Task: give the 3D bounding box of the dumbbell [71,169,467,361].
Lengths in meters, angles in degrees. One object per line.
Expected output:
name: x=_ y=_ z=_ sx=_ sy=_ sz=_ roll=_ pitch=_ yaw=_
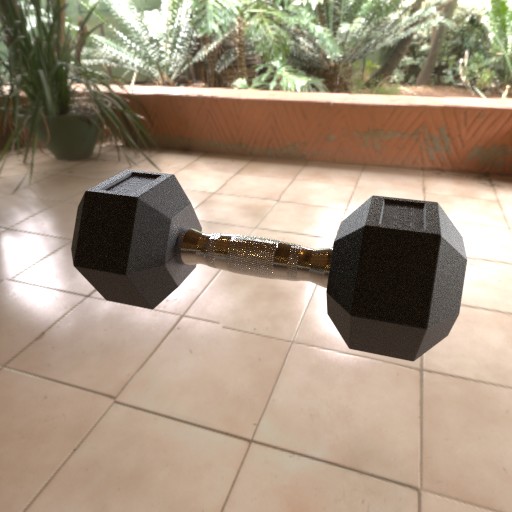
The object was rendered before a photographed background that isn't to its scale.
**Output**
dumbbell: x=0.000 y=0.000 z=0.354 sx=0.297 sy=0.101 sz=0.116 roll=9 pitch=29 yaw=16
